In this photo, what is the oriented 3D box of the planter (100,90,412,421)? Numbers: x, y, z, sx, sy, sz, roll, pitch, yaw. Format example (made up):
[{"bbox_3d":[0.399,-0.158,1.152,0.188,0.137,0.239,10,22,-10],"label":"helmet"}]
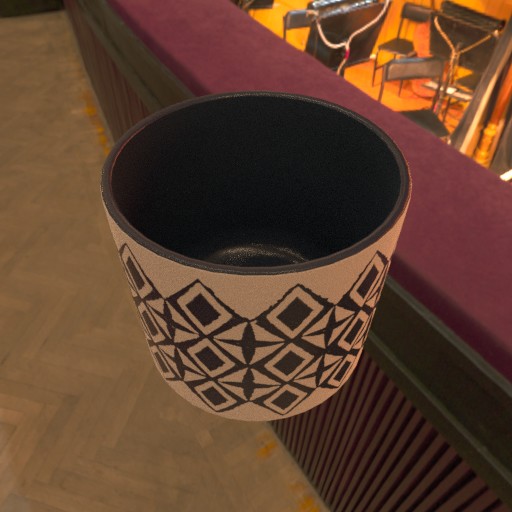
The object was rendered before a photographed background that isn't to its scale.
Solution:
[{"bbox_3d":[0.000,0.000,0.282,0.159,0.144,0.159,0,46,0],"label":"planter"}]
